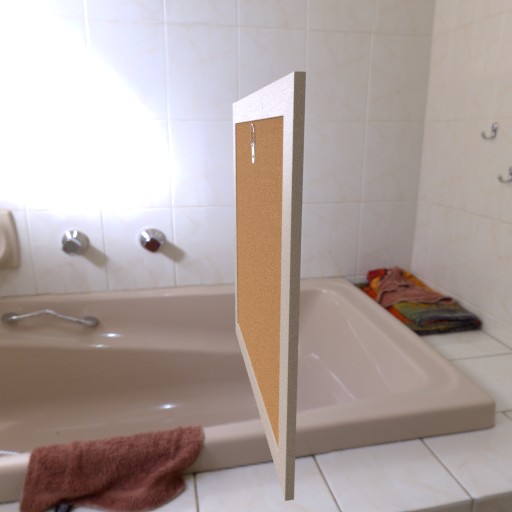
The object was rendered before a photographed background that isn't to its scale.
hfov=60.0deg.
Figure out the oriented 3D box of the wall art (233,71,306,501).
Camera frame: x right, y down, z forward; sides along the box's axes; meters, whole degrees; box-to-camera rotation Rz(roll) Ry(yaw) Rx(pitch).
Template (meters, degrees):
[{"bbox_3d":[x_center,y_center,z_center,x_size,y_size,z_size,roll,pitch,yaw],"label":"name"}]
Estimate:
[{"bbox_3d":[0.000,0.000,0.835,0.015,0.577,0.572,-3,16,-9],"label":"wall art"}]
